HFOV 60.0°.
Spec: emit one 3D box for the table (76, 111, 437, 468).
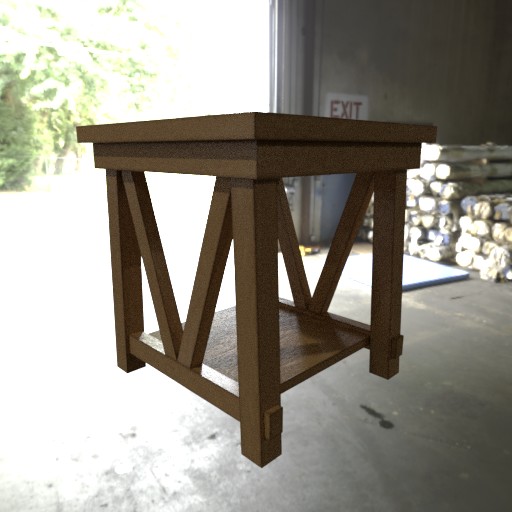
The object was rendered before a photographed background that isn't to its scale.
[{"bbox_3d":[0.000,0.000,1.133,0.610,0.638,0.612,-13,19,-43],"label":"table"}]
